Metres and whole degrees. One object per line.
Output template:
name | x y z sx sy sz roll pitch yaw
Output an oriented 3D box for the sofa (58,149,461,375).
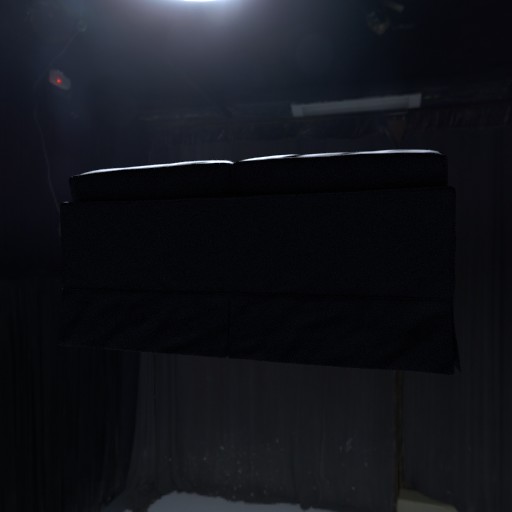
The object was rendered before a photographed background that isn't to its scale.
sofa | 0.000 0.000 2.799 2.256 1.094 0.983 0 0 17
